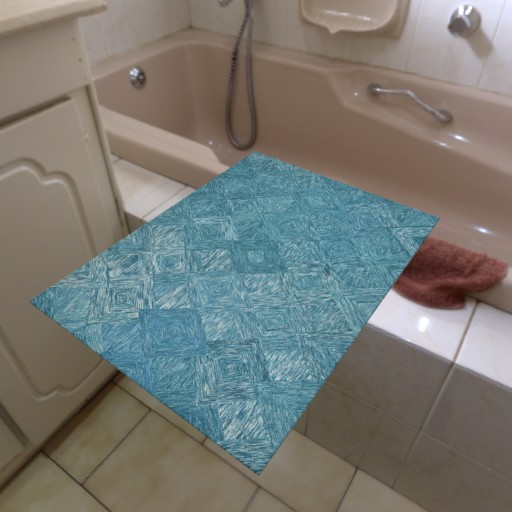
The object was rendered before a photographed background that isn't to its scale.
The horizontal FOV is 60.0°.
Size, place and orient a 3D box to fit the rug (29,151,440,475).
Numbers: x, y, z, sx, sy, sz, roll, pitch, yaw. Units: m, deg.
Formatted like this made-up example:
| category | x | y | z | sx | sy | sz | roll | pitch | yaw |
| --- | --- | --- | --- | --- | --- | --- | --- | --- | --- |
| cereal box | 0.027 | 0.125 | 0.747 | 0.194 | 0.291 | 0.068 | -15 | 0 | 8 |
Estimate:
| category | x | y | z | sx | sy | sz | roll | pitch | yaw |
| --- | --- | --- | --- | --- | --- | --- | --- | --- | --- |
| rug | 0.000 | 0.000 | 4.190 | 2.405 | 0.027 | 3.217 | 26 | 48 | 26 |
